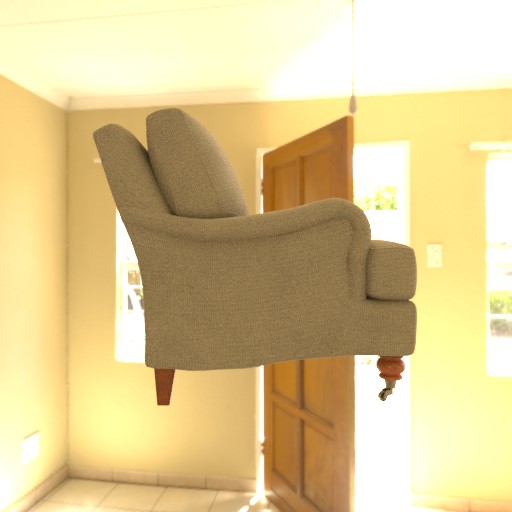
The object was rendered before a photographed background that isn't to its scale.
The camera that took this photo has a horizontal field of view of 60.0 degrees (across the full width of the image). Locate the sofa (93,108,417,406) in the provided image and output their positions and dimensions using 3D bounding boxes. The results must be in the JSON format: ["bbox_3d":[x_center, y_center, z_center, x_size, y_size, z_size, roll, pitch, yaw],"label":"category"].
[{"bbox_3d":[0.000,0.000,2.146,1.087,0.999,1.480,0,-1,0],"label":"sofa"}]
